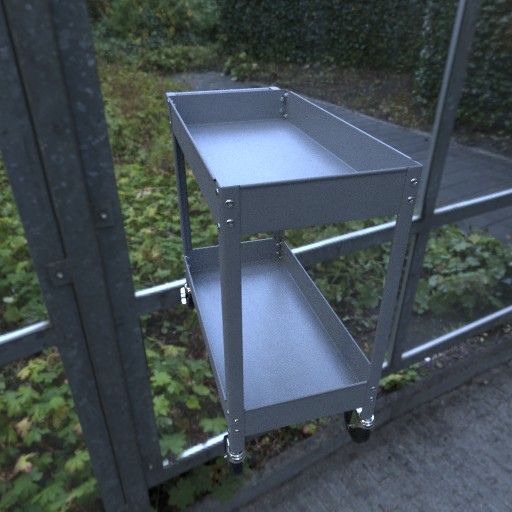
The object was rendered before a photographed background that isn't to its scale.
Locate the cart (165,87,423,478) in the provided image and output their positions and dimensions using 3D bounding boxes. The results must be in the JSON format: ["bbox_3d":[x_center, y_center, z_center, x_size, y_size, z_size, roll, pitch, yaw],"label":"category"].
[{"bbox_3d":[0.000,0.000,1.167,0.366,0.719,0.779,-8,32,-14],"label":"cart"}]
